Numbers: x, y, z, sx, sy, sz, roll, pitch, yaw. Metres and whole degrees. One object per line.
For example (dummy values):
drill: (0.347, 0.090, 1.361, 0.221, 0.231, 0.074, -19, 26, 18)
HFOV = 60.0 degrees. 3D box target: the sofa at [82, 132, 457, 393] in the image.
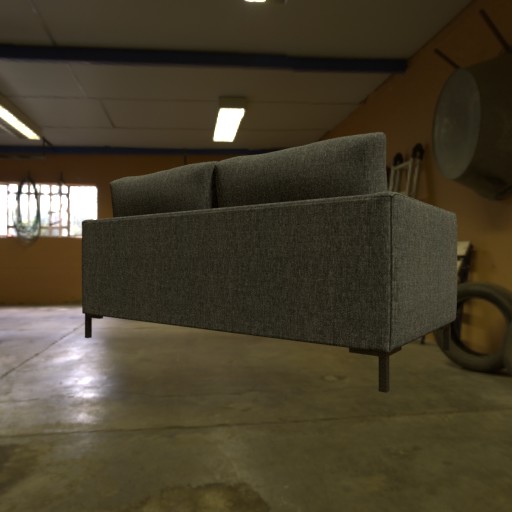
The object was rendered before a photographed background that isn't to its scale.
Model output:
sofa: (0.000, 0.000, 2.199, 1.716, 0.862, 0.866, 0, -1, 37)
